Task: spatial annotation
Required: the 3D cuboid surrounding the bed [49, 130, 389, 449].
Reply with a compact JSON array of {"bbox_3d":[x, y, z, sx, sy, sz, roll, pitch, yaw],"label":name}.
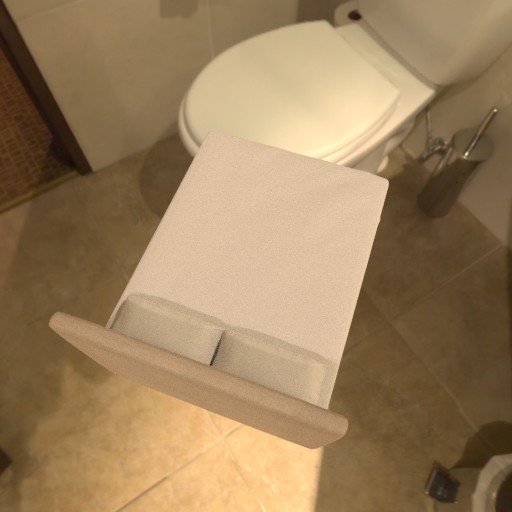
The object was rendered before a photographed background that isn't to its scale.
[{"bbox_3d":[0.000,0.000,3.258,1.713,1.330,2.162,18,65,9],"label":"bed"}]
